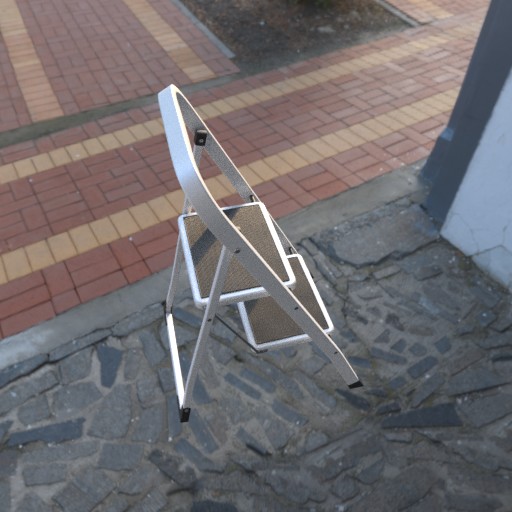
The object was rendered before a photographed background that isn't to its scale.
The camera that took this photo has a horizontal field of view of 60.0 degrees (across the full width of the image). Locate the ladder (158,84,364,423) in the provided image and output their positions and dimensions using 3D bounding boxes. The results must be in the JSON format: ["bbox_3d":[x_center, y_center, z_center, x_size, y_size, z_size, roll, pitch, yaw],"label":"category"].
[{"bbox_3d":[0.000,0.000,1.128,0.544,0.810,0.460,-11,48,-10],"label":"ladder"}]
